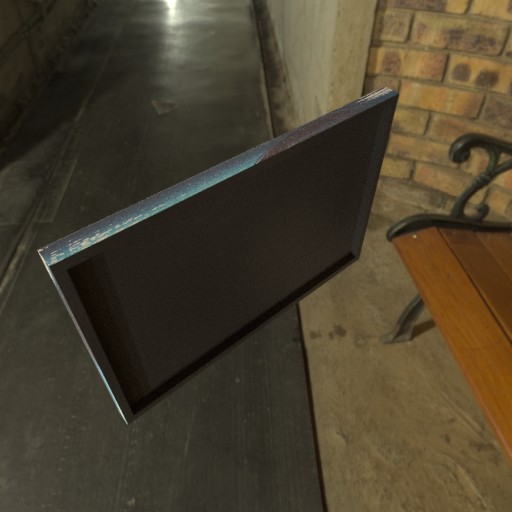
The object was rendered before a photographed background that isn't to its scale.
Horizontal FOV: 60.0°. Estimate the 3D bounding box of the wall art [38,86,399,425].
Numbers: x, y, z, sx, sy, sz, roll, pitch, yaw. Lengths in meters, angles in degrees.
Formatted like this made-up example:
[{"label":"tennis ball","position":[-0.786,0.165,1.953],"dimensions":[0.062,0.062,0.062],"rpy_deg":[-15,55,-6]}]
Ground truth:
[{"label":"wall art","position":[0.000,0.000,0.764],"dimensions":[0.609,0.406,0.033],"rpy_deg":[-32,54,-27]}]
